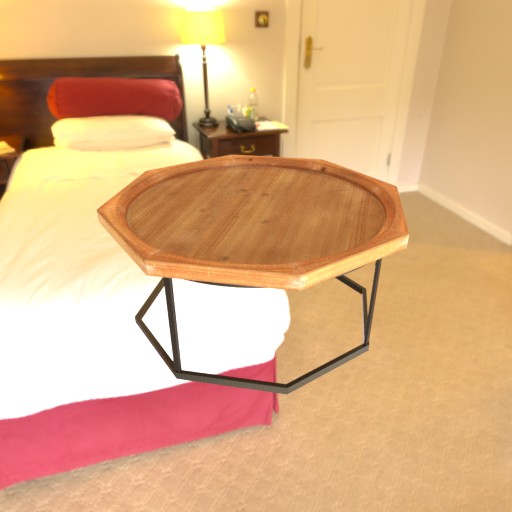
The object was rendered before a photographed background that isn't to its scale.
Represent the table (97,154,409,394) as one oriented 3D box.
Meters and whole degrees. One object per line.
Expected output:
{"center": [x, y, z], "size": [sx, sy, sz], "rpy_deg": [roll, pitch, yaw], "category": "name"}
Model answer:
{"center": [0.000, 0.000, 1.560], "size": [1.002, 0.444, 1.002], "rpy_deg": [0, 29, 0], "category": "table"}
